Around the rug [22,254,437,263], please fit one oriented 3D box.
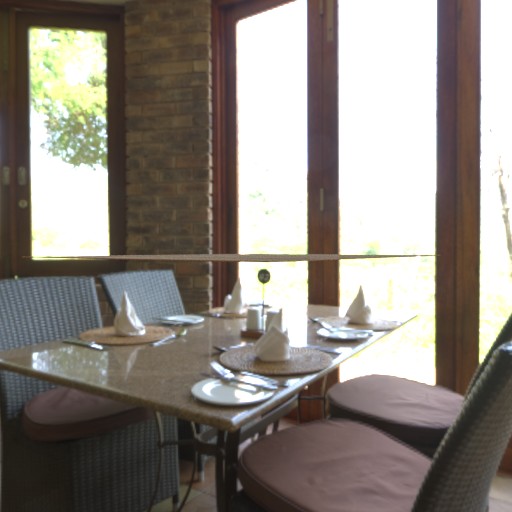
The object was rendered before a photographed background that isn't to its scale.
[{"bbox_3d":[0.000,0.000,4.041,2.436,0.011,3.045,1,1,37],"label":"rug"}]
